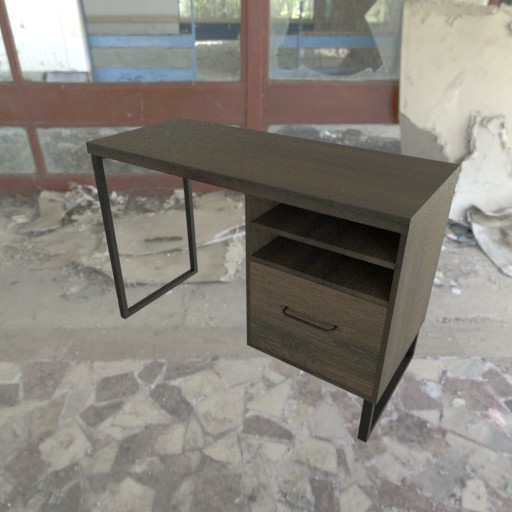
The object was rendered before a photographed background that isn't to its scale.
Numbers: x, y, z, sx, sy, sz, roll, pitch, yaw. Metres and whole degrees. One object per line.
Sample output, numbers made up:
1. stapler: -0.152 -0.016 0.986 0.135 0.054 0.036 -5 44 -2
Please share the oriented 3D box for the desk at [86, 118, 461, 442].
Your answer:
1. desk: 0.000 0.000 1.603 1.134 0.752 0.511 19 34 30
